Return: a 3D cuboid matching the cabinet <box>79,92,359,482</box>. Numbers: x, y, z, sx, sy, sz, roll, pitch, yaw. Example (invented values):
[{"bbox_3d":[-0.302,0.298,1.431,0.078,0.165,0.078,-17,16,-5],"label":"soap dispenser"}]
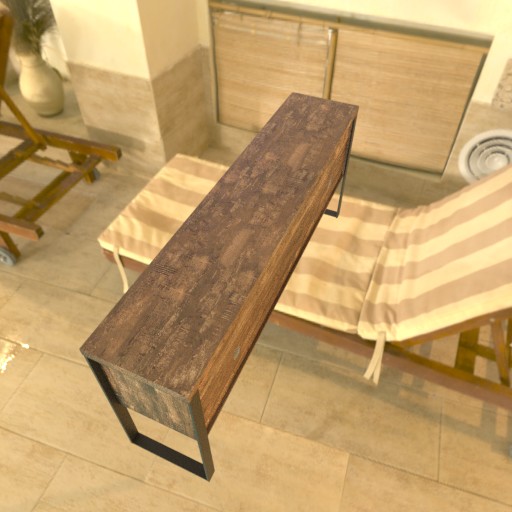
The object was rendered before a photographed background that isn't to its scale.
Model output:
[{"bbox_3d":[0.000,0.000,2.133,0.395,0.762,1.800,18,49,16],"label":"cabinet"}]
